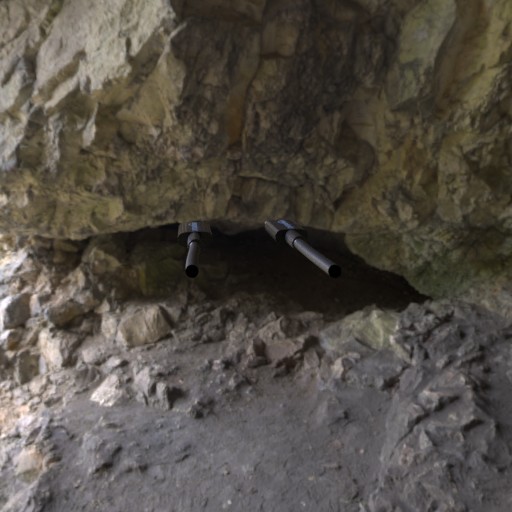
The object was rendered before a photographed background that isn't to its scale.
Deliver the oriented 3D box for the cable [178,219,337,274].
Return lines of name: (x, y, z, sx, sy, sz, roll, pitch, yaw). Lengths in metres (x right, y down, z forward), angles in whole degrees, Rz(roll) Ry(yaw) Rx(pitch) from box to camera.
cable: (0.000, 0.000, 0.114, 0.041, 0.005, 0.098, -2, 14, -8)
